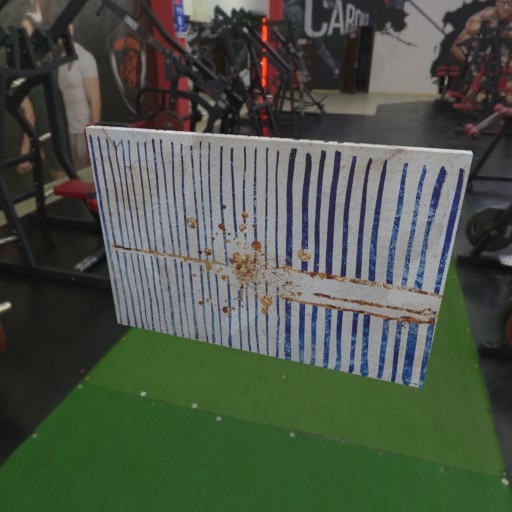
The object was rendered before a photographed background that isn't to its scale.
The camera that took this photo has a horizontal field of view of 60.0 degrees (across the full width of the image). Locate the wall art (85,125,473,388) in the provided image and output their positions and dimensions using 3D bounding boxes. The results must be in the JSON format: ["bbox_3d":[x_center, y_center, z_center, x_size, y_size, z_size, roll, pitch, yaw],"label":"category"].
[{"bbox_3d":[0.000,0.000,1.441,1.143,0.757,0.038,8,27,17],"label":"wall art"}]
